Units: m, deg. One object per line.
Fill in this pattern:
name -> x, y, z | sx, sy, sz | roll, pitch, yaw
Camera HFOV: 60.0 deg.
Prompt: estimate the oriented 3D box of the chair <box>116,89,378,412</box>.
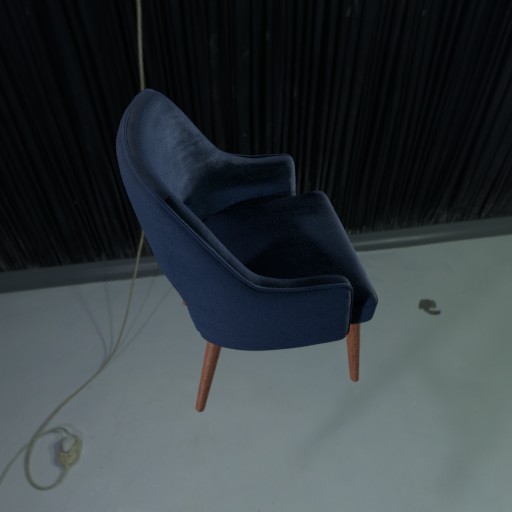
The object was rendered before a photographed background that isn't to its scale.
chair -> 0.000, 0.000, 1.236 | 0.591, 0.844, 0.559 | -9, 47, -8
